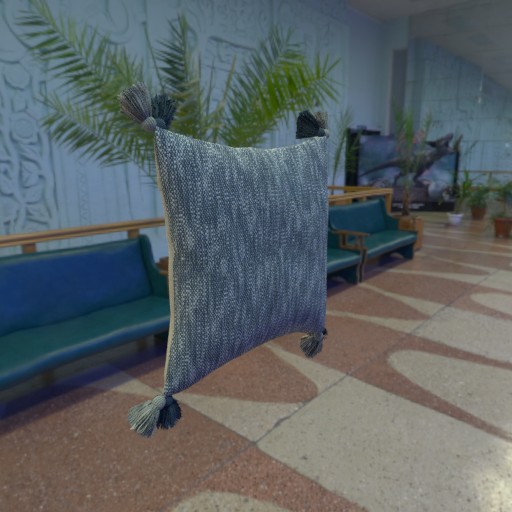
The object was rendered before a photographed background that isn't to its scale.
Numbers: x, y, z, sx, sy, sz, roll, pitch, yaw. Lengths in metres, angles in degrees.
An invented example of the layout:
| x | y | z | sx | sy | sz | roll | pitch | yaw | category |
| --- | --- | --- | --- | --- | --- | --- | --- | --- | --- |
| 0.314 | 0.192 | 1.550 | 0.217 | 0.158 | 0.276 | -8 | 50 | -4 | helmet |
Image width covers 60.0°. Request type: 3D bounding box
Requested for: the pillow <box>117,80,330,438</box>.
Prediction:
| x | y | z | sx | sy | sz | roll | pitch | yaw | category |
| --- | --- | --- | --- | --- | --- | --- | --- | --- | --- |
| 0.000 | 0.000 | 0.920 | 0.138 | 0.634 | 0.614 | 12 | 17 | 43 | pillow |
